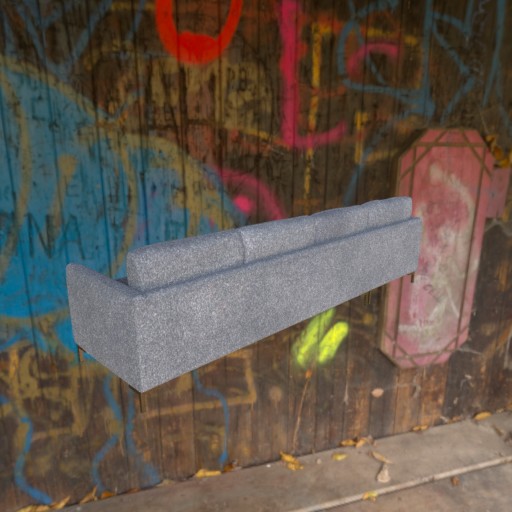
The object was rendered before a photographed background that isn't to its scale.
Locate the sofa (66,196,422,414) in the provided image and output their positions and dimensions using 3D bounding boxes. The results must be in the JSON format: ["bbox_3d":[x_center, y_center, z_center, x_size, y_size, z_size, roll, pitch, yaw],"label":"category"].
[{"bbox_3d":[0.000,0.000,3.492,2.932,0.810,1.350,-15,21,-43],"label":"sofa"}]
